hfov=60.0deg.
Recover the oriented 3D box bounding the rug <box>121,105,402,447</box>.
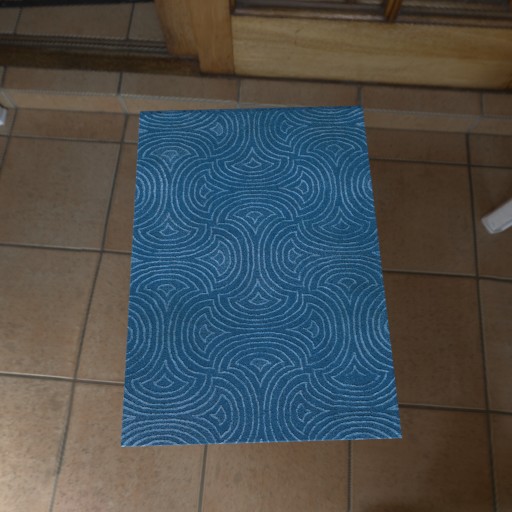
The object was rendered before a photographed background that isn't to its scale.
[{"bbox_3d":[0.000,0.000,2.753,1.543,0.015,2.144,-2,73,-1],"label":"rug"}]
